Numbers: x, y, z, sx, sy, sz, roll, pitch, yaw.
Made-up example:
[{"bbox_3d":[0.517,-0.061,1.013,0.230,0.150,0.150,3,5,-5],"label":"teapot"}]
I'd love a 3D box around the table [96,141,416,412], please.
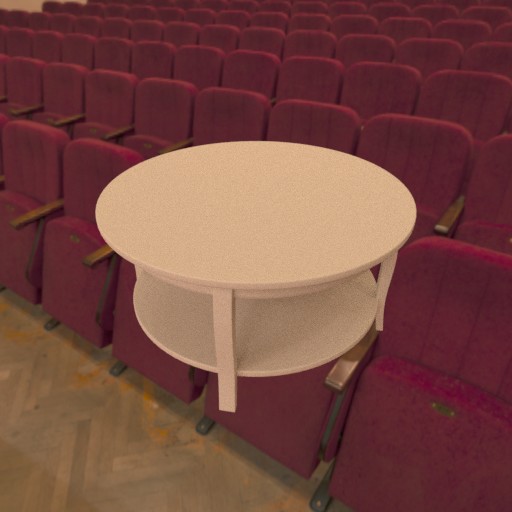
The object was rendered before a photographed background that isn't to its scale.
[{"bbox_3d":[0.000,0.000,1.436,0.910,0.457,0.910,0,33,0],"label":"table"}]
